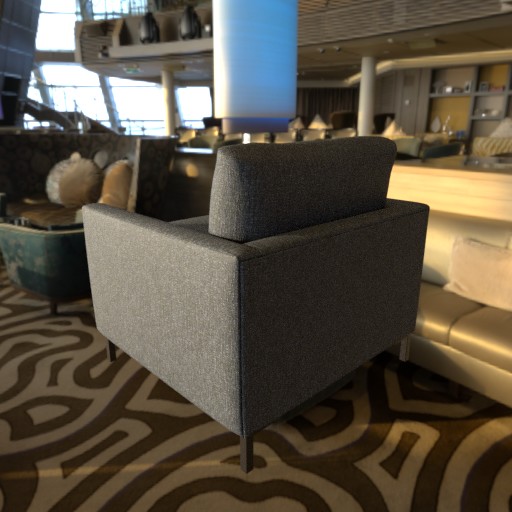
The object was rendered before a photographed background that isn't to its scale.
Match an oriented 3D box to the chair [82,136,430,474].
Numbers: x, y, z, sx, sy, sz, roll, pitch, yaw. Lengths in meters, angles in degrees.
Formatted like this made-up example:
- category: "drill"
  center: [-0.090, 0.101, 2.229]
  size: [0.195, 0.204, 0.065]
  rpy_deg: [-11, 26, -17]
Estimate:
- category: "chair"
  center: [0.000, 0.000, 1.644]
  size: [0.963, 0.861, 0.866]
  rpy_deg: [-15, 23, -41]
